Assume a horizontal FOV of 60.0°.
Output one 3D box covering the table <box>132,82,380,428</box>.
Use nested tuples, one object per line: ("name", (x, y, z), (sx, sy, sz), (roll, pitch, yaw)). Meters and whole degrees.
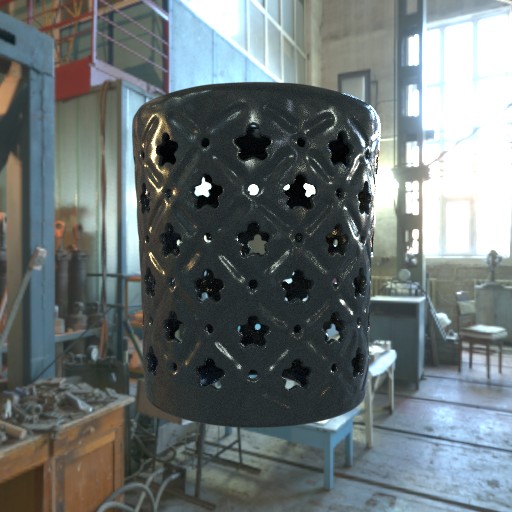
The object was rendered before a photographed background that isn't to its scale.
("table", (0.000, 0.000, 0.649), (0.352, 0.387, 0.352), (0, 0, 0))
